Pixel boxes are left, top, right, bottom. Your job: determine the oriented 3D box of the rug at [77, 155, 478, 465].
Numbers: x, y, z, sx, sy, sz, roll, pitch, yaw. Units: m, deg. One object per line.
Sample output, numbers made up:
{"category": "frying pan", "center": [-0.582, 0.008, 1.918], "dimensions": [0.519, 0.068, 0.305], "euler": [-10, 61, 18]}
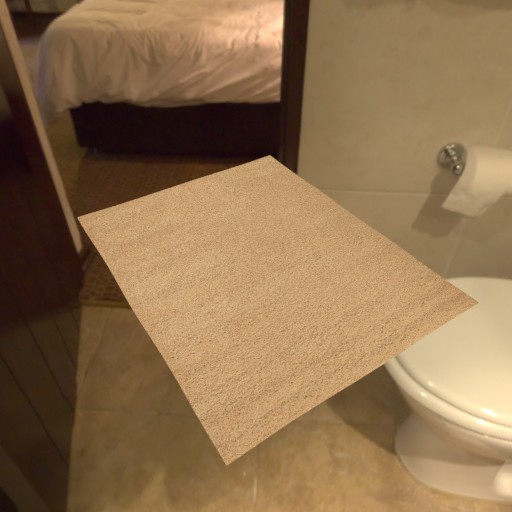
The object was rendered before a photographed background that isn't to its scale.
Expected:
{"category": "rug", "center": [0.000, 0.000, 4.092], "dimensions": [2.400, 0.026, 3.000], "euler": [-23, 46, -25]}
